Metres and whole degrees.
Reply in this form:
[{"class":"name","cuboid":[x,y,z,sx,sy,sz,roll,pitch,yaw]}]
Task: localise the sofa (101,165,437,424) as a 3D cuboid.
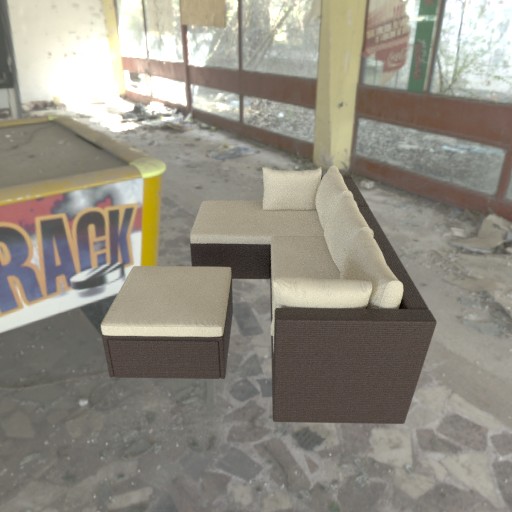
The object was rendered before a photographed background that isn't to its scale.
[{"class":"sofa","cuboid":[0.000,0.000,3.007,1.612,0.766,2.192,1,27,1]}]
